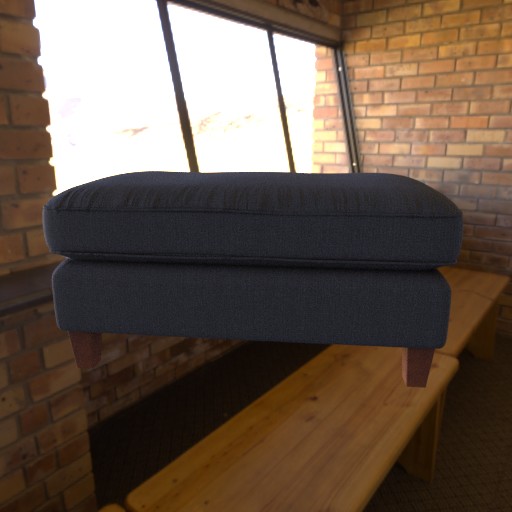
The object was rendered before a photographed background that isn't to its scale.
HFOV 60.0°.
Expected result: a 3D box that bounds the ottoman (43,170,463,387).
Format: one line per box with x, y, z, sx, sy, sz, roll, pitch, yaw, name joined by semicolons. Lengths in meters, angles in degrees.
0.000;0.000;1.191;0.885;0.438;0.570;2;16;6;ottoman
